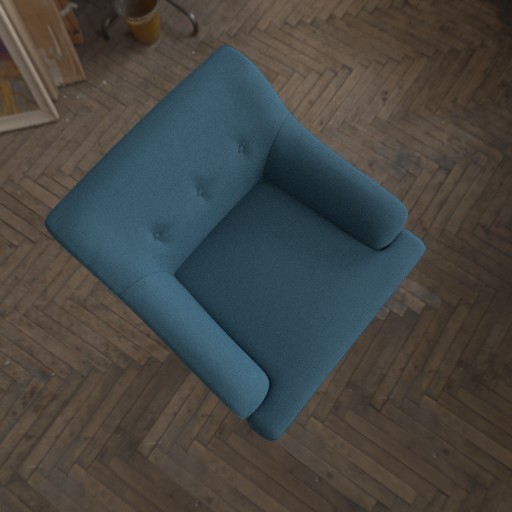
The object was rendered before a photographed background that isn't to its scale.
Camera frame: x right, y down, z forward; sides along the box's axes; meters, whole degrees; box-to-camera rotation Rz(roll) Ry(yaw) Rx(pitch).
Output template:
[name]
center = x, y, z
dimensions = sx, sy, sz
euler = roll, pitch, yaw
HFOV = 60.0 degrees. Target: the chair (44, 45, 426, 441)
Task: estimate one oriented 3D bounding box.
[chair]
center = 0.000, 0.000, 1.634
dimensions = 0.951, 0.818, 0.946
euler = 40, 79, 9
